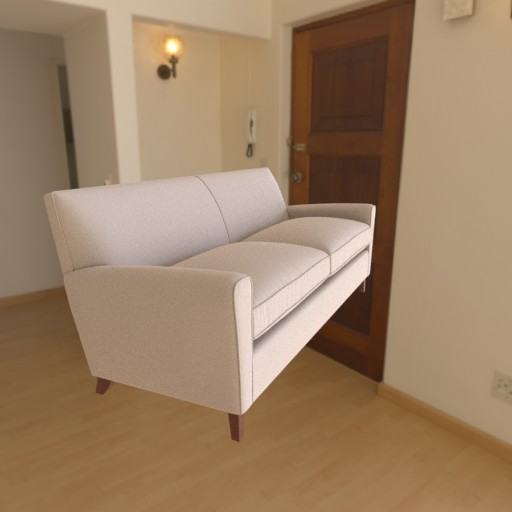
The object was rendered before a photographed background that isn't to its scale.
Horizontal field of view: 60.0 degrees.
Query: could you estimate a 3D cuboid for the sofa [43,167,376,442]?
[{"bbox_3d":[0.000,0.000,2.432,0.875,0.846,2.000,7,16,26],"label":"sofa"}]
